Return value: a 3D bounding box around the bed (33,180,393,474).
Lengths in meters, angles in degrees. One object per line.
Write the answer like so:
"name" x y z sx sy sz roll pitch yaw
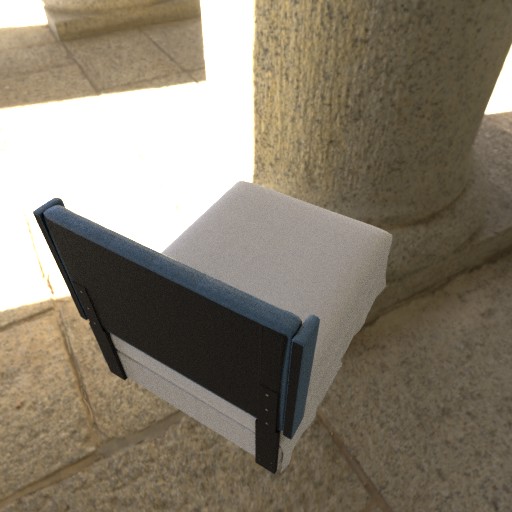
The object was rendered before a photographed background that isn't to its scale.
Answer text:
"bed" 0.000 0.000 3.362 1.719 1.665 2.078 23 50 21
